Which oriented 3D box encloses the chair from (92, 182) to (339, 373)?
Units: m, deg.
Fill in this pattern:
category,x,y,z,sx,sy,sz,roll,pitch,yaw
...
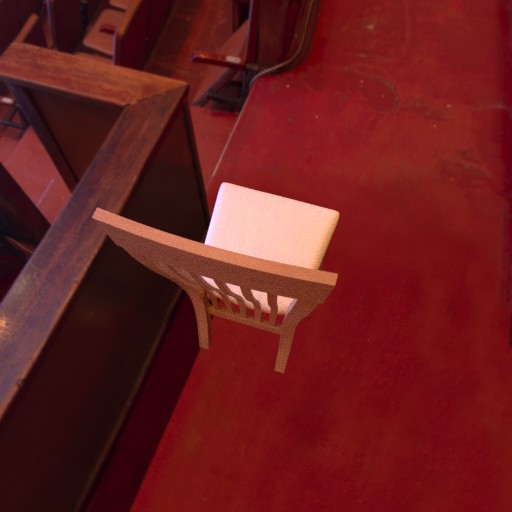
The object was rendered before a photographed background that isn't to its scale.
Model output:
category,x,y,z,sx,sy,sz,roll,pitch,yaw
chair,0.000,0.000,1.357,0.450,1.050,0.580,16,63,8
